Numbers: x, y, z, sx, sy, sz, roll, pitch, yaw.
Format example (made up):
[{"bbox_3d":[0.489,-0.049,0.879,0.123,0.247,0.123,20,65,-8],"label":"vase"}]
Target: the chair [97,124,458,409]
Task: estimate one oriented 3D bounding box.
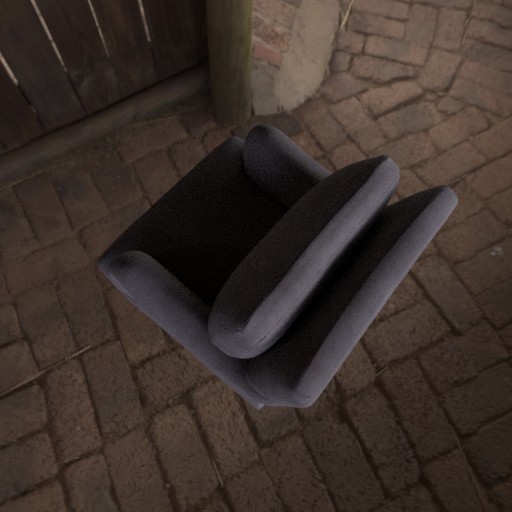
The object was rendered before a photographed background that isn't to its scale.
[{"bbox_3d":[0.000,0.000,1.868,1.070,0.997,0.955,36,69,16],"label":"chair"}]
